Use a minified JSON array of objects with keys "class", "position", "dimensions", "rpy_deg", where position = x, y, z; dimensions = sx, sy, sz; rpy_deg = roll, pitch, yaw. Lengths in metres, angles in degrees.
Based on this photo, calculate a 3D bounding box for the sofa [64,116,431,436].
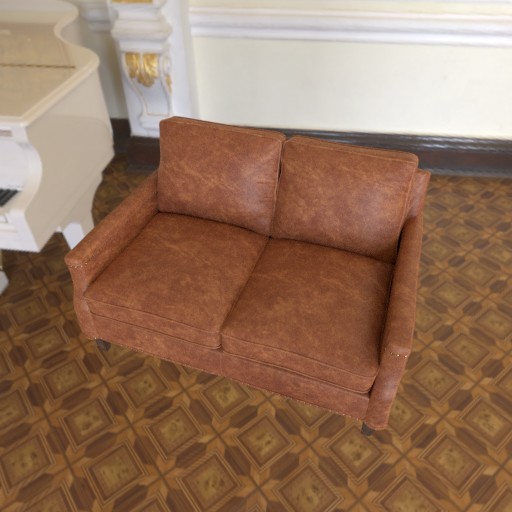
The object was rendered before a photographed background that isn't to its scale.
[{"class":"sofa","position":[0.000,0.000,2.285],"dimensions":[1.597,1.003,1.084],"rpy_deg":[13,43,15]}]
